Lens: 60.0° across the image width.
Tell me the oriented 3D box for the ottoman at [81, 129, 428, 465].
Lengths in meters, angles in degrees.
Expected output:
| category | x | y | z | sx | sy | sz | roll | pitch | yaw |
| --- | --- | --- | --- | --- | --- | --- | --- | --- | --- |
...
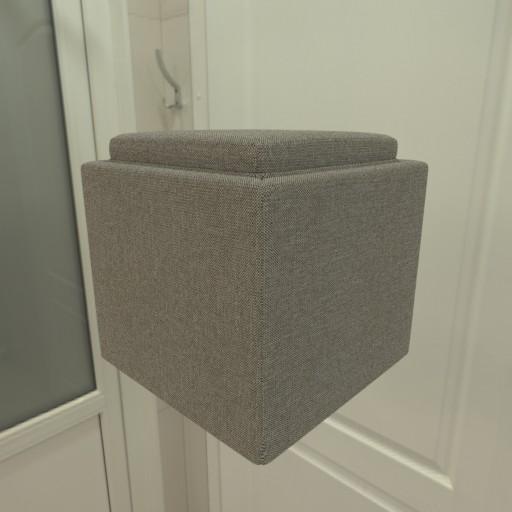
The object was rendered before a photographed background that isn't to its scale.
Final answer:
| category | x | y | z | sx | sy | sz | roll | pitch | yaw |
| --- | --- | --- | --- | --- | --- | --- | --- | --- | --- |
| ottoman | 0.000 | 0.000 | 0.838 | 0.450 | 0.460 | 0.450 | 15 | 22 | 41 |
